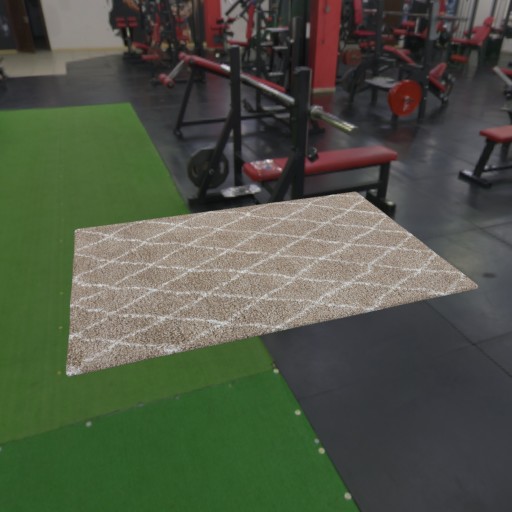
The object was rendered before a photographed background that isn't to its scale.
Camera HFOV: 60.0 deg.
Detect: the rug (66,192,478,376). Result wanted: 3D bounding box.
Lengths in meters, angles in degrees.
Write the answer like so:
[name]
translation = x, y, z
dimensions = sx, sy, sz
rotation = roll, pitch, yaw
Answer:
[rug]
translation = 0.000, 0.000, 3.494
dimensions = 2.743, 0.030, 1.778
rotation = -9, 32, -15
